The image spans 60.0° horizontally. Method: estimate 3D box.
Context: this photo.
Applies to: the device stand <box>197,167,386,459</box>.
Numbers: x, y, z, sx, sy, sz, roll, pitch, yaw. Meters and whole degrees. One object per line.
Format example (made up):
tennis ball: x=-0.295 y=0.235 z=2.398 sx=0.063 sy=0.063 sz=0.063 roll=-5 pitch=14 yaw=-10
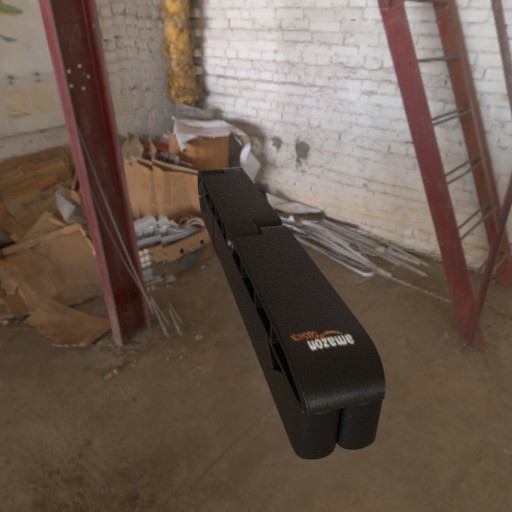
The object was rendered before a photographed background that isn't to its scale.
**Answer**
device stand: x=0.000 y=0.000 z=0.189 sx=0.026 sy=0.030 sz=0.179 roll=-7 pitch=30 yaw=-13
